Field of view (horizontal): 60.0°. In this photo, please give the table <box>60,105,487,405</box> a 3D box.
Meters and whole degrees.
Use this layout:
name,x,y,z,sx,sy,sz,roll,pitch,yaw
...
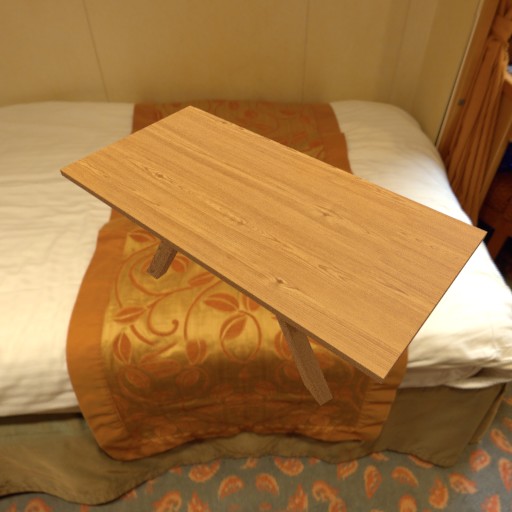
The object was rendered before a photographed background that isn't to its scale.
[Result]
name,x,y,z,sx,sy,sz,roll,pitch,yaw
table,0.000,0.000,2.302,1.797,0.750,0.901,31,52,27
